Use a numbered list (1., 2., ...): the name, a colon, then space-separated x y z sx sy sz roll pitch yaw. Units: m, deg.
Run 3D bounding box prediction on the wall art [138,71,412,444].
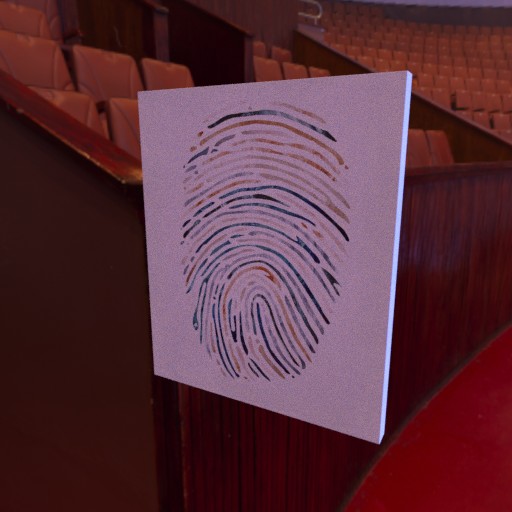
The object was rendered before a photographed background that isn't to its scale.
1. wall art: 0.000 0.000 0.831 0.508 0.606 0.037 7 16 28
